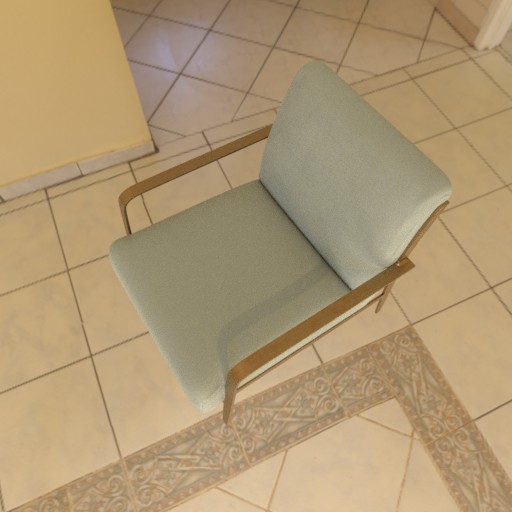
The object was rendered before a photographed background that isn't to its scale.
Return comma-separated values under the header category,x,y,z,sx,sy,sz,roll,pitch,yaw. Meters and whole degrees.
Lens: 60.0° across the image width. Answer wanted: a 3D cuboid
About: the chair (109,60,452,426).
category,x,y,z,sx,sy,sz,roll,pitch,yaw
chair,0.000,0.000,1.482,0.842,0.824,0.701,-31,66,-15
